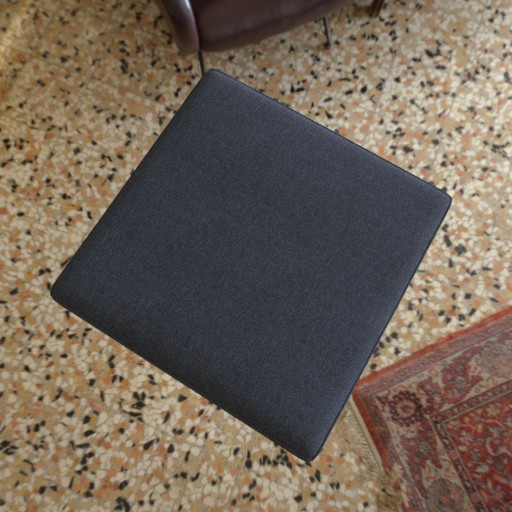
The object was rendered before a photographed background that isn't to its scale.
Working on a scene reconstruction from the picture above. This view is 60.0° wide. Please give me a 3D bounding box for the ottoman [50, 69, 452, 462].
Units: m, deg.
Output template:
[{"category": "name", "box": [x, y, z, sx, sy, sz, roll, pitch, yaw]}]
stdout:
[{"category": "ottoman", "box": [0.000, 0.000, 1.606, 1.000, 0.439, 1.000, 30, 79, 7]}]
